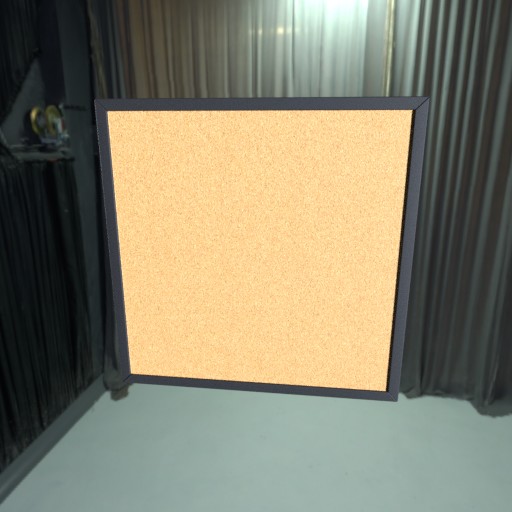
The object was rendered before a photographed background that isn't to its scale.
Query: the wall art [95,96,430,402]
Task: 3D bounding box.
[{"bbox_3d":[0.000,0.000,0.756,0.508,0.508,0.037,2,17,7],"label":"wall art"}]
